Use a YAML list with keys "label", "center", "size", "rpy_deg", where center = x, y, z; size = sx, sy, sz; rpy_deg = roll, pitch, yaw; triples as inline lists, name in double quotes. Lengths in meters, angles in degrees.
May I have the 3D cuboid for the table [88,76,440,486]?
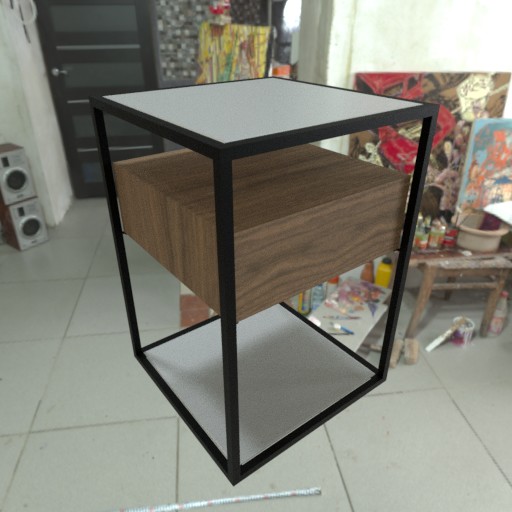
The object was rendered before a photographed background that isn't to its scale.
- label: "table"
  center: [0.000, 0.000, 0.800]
  size: [0.378, 0.540, 0.378]
  rpy_deg: [-20, 35, -32]
